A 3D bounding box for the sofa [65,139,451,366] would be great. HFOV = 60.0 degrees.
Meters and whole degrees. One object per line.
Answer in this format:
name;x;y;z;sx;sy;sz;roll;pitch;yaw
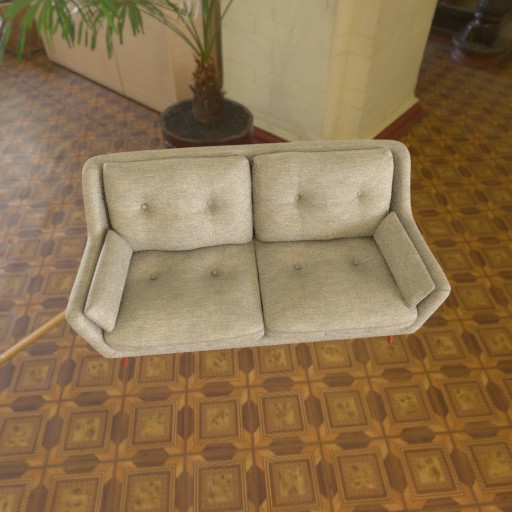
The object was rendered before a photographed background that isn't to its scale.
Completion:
sofa;0.000;0.000;2.539;1.930;0.897;0.976;-4;46;-4
